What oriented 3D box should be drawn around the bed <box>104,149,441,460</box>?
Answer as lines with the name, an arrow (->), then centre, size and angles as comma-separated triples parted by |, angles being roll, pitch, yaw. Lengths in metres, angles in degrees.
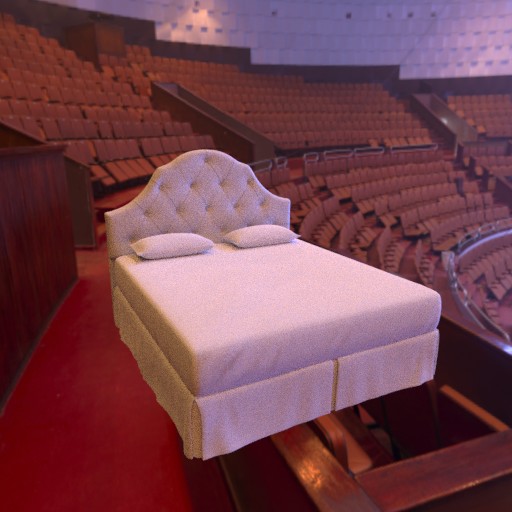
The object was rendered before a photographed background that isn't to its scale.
bed -> 0.000, 0.000, 3.600 | 2.008, 1.615, 2.214 | -8, 17, -27
